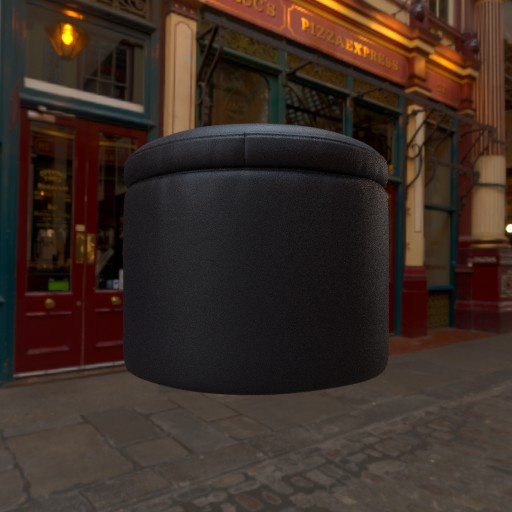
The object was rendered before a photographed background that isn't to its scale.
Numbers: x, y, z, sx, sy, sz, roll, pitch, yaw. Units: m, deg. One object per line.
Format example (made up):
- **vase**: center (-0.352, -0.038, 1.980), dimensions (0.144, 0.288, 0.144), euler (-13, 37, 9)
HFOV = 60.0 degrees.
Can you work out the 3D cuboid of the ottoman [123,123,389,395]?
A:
- **ottoman**: center (0.000, 0.000, 0.873), dimensions (0.501, 0.409, 0.501), euler (0, -1, 0)
